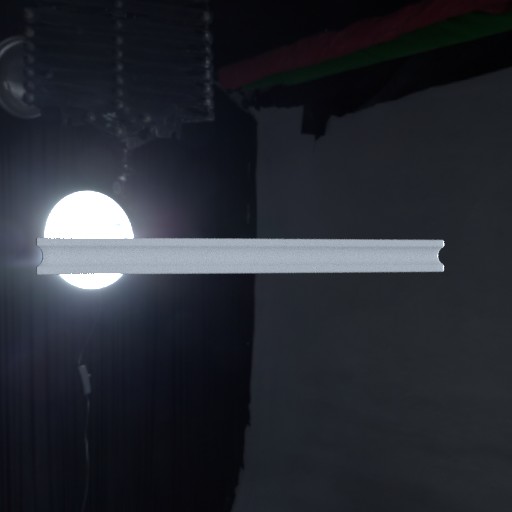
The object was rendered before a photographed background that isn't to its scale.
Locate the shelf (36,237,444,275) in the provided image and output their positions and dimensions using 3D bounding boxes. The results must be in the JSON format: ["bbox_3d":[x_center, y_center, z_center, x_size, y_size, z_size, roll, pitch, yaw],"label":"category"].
[{"bbox_3d":[0.000,0.000,0.449,0.296,0.035,0.296,0,0,35],"label":"shelf"}]
